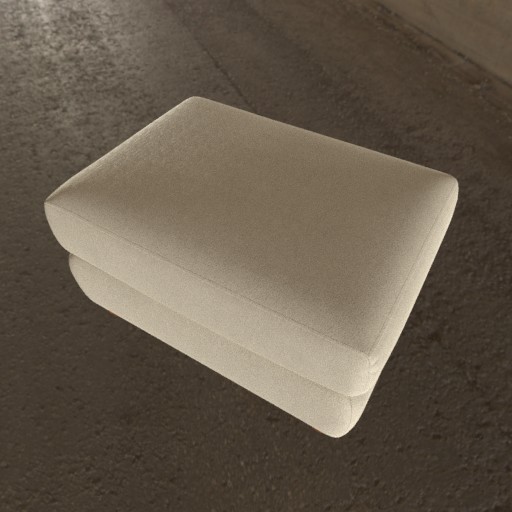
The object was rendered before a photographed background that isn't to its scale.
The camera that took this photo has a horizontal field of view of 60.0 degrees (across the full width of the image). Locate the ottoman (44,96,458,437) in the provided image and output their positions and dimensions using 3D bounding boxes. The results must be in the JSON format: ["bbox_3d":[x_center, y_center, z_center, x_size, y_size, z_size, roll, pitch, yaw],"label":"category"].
[{"bbox_3d":[0.000,0.000,1.110,0.773,0.499,0.569,24,51,21],"label":"ottoman"}]
